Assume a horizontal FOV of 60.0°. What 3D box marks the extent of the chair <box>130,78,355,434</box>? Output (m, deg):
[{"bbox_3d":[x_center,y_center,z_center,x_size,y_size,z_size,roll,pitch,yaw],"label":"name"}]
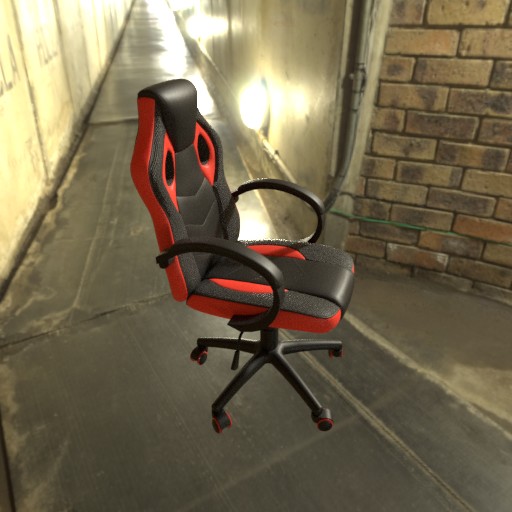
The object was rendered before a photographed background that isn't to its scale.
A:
[{"bbox_3d":[0.000,0.000,1.407,0.642,1.016,0.600,10,31,18],"label":"chair"}]
